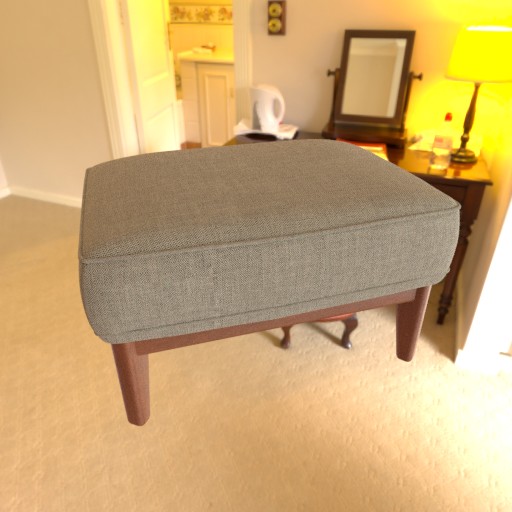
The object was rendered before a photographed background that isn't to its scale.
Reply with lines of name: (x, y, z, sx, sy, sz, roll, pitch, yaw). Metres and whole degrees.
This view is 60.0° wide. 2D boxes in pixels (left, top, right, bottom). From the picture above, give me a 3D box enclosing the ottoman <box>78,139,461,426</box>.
ottoman: (0.000, 0.000, 1.076, 0.750, 0.458, 0.555, -9, 31, -15)
